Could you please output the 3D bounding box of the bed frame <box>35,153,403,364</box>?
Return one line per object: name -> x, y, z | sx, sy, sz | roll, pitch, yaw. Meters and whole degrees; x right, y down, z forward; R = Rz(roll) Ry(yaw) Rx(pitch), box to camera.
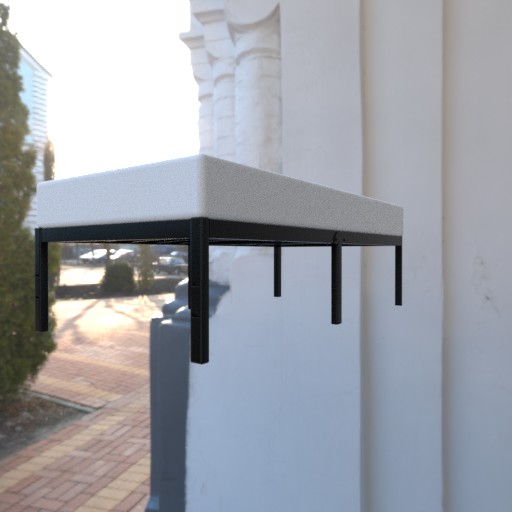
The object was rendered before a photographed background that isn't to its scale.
bed frame -> 0.000, 0.000, 2.448 | 1.023, 0.659, 1.950 | 0, 0, 36
